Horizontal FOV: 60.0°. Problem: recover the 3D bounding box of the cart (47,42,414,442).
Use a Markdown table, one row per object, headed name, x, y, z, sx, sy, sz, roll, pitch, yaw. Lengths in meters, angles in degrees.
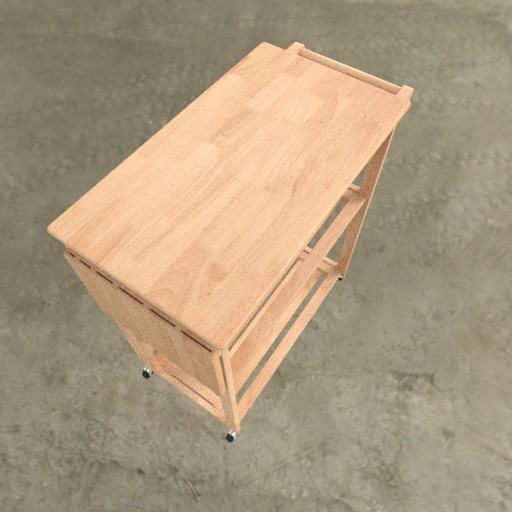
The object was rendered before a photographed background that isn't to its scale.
| name | x | y | z | sx | sy | sz | roll | pitch | yaw |
| --- | --- | --- | --- | --- | --- | --- | --- | --- | --- |
| cart | 0.000 | 0.000 | 1.343 | 0.432 | 0.879 | 0.853 | 31 | 63 | 18 |
